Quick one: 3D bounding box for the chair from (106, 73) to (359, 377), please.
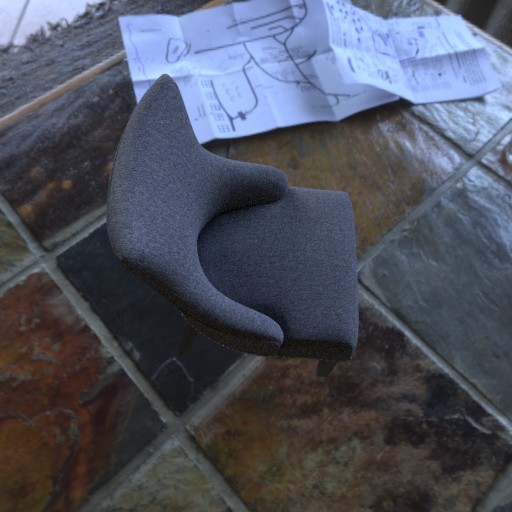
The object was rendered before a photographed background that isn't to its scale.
[{"bbox_3d":[0.000,0.000,1.345,0.629,0.909,0.566,3,63,2],"label":"chair"}]
